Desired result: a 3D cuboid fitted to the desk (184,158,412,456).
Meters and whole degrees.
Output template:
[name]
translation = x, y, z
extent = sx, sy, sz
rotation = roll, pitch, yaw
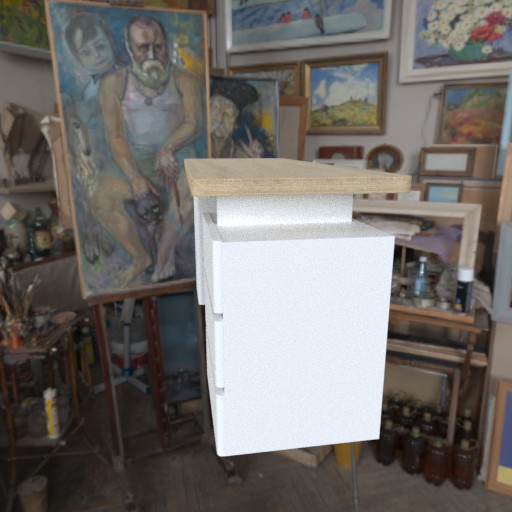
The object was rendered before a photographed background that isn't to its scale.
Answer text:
[desk]
translation = 0.000, 0.000, 1.859
extent = 0.550, 0.755, 1.500
rotation = -2, 14, -9
